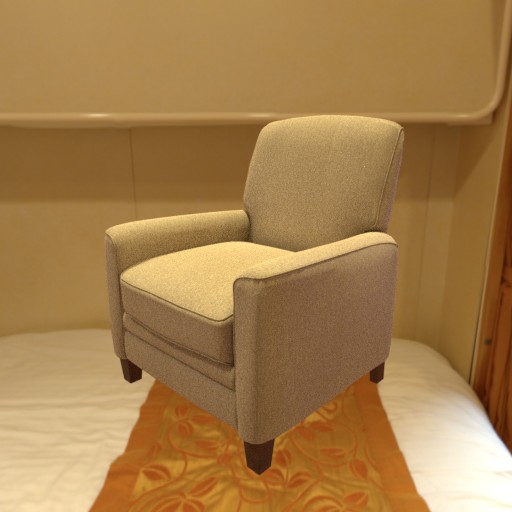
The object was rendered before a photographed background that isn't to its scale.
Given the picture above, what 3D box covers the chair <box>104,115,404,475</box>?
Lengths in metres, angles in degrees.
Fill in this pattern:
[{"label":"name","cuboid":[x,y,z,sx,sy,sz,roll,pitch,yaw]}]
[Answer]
[{"label":"chair","cuboid":[0.000,0.000,1.638,0.848,1.014,0.864,14,21,42]}]
